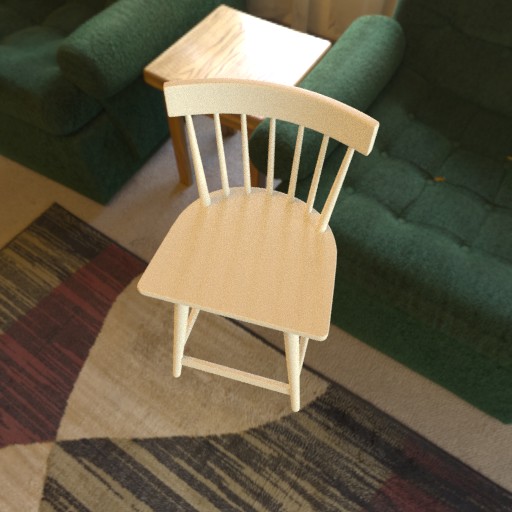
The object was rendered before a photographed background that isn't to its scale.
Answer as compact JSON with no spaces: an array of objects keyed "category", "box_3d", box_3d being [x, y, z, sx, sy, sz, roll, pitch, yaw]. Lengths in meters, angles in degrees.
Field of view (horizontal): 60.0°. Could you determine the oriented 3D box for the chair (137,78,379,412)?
[{"category":"chair","box_3d":[0.000,0.000,1.293,0.483,0.952,0.572,13,59,8]}]
